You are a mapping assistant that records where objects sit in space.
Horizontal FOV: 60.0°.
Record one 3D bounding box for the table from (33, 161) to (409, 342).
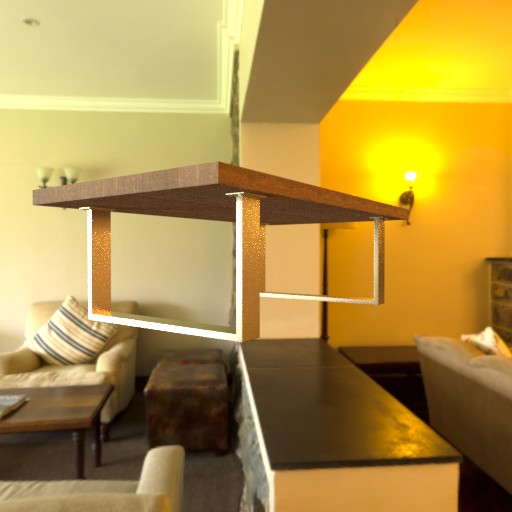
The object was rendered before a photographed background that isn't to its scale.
[{"bbox_3d":[0.000,0.000,1.790,0.800,0.440,1.400,0,1,36],"label":"table"}]
